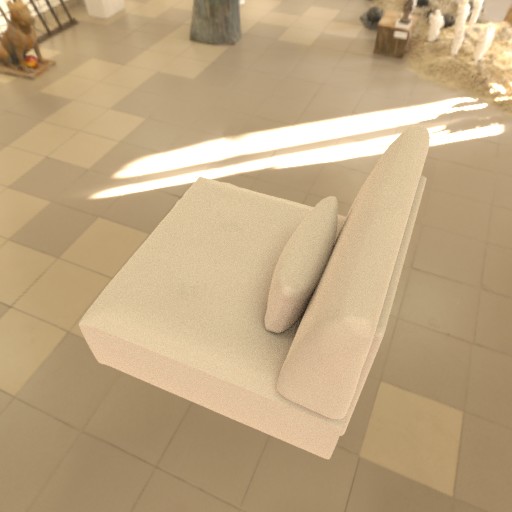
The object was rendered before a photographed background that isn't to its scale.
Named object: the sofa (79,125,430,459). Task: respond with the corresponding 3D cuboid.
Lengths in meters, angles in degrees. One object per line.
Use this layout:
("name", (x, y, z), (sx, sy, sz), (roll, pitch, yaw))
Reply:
("sofa", (0.000, 0.000, 1.663), (1.000, 0.828, 0.935), (18, 50, 15))
